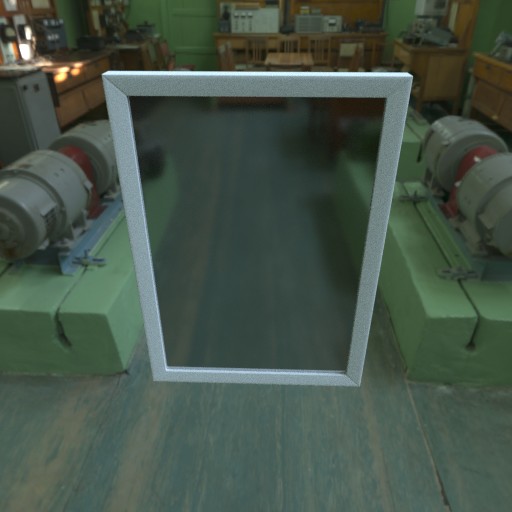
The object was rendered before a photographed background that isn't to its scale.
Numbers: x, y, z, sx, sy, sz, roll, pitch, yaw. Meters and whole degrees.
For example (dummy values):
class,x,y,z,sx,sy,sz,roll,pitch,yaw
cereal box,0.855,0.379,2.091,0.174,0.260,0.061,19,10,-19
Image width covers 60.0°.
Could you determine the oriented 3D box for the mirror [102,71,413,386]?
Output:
class,x,y,z,sx,sy,sz,roll,pitch,yaw
mirror,0.000,0.000,0.921,0.507,0.710,0.040,1,31,2
